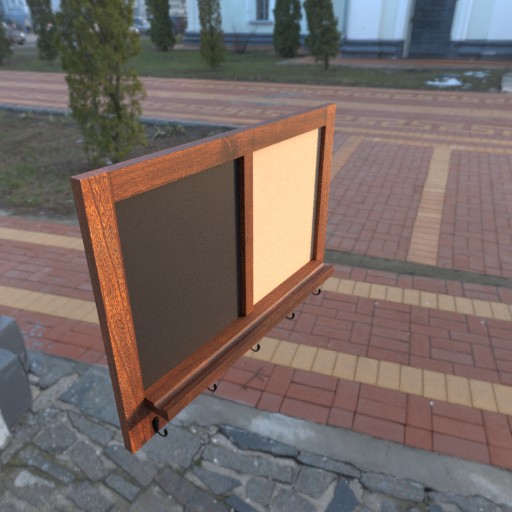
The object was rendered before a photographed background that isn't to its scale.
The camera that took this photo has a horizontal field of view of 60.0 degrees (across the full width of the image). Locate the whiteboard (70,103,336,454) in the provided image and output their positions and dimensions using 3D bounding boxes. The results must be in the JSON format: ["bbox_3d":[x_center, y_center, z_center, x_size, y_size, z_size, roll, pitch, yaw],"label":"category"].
[{"bbox_3d":[0.000,0.000,0.996,0.083,0.553,0.768,18,33,31],"label":"whiteboard"}]
